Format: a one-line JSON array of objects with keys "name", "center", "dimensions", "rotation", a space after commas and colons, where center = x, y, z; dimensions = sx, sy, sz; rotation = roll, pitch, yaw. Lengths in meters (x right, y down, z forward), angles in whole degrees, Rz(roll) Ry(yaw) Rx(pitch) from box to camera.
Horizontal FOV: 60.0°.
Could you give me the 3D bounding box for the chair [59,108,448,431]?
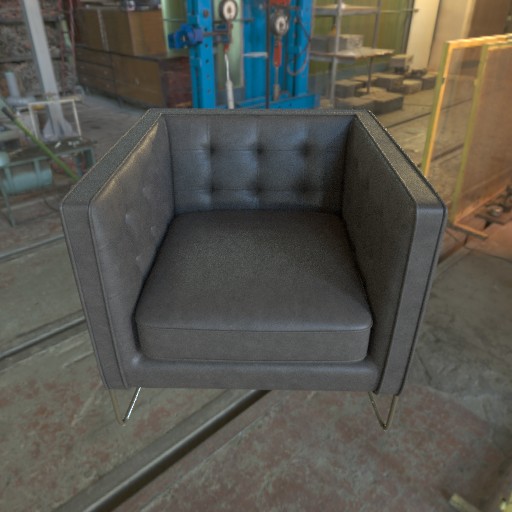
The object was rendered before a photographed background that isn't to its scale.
[{"name": "chair", "center": [0.000, 0.000, 1.517], "dimensions": [0.880, 0.790, 0.894], "rotation": [1, 31, 1]}]
